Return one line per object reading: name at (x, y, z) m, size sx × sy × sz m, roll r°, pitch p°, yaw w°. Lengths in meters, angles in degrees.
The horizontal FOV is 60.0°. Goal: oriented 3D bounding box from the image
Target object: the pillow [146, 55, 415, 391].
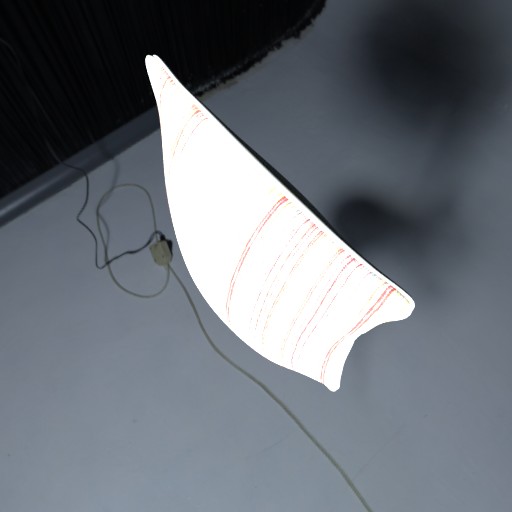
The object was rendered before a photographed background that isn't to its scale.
pillow at (0.000, 0.000, 0.685) m, size 0.191 × 0.449 × 0.451 m, roll -36°, pitch 68°, yaw -17°
